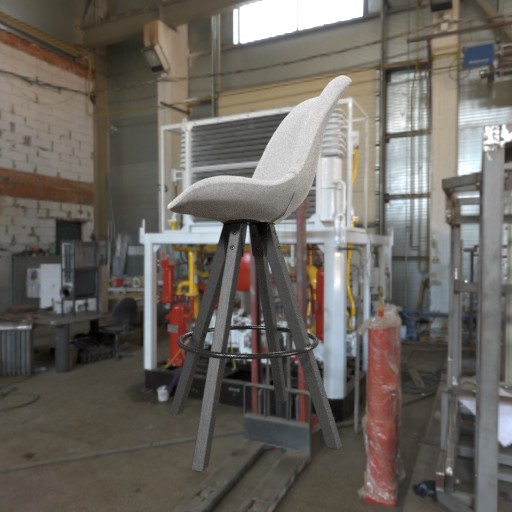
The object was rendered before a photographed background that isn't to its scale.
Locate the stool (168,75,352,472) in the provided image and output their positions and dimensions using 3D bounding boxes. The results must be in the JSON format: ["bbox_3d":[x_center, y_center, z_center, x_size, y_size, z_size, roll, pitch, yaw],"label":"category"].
[{"bbox_3d":[0.000,0.000,1.425,0.550,1.115,0.485,0,1,-19],"label":"stool"}]
